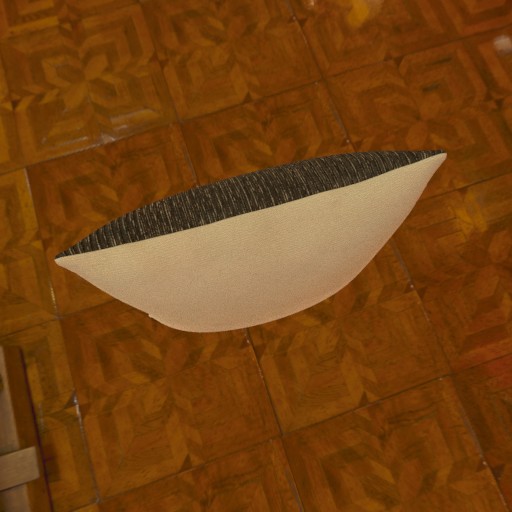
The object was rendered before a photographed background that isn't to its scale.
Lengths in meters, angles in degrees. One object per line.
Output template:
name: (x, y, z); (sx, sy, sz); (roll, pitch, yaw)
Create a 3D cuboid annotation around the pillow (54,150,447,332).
pillow: (0.000, 0.000, 0.672); (0.433, 0.434, 0.196); (-16, 75, -4)
